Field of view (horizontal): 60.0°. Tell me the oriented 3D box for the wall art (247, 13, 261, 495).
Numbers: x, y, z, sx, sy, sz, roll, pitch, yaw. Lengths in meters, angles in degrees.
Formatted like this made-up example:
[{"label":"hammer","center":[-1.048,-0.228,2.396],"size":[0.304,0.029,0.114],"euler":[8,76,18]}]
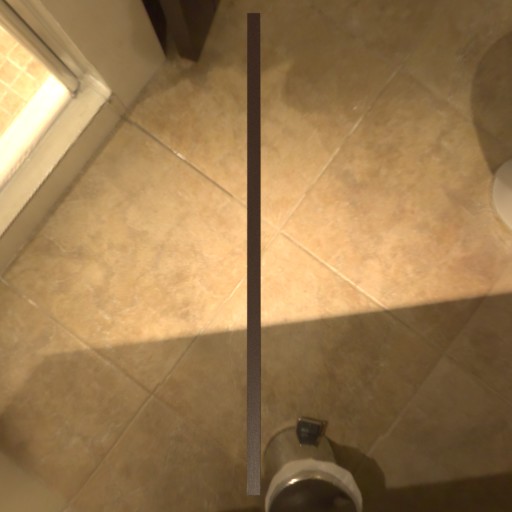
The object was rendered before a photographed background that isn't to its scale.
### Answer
[{"label":"wall art","center":[0.000,0.000,1.584],"size":[0.034,0.952,1.207],"euler":[0,88,1]}]
